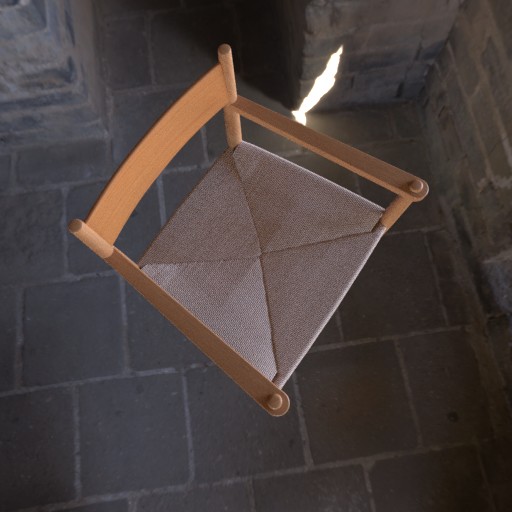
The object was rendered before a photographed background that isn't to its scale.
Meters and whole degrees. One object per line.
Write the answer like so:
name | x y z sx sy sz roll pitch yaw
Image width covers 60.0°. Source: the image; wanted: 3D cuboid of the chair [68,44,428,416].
chair | 0.000 0.000 1.120 0.495 0.762 0.556 34 78 8
